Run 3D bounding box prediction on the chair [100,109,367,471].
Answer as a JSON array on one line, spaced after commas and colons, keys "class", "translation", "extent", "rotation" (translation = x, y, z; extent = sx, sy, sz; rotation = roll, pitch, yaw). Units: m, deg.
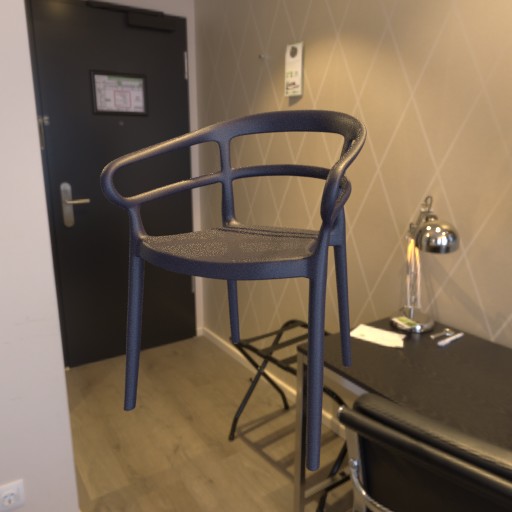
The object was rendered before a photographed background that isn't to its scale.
[{"class": "chair", "translation": [0.000, 0.000, 1.151], "extent": [0.559, 0.761, 0.527], "rotation": [6, 15, 25]}]
